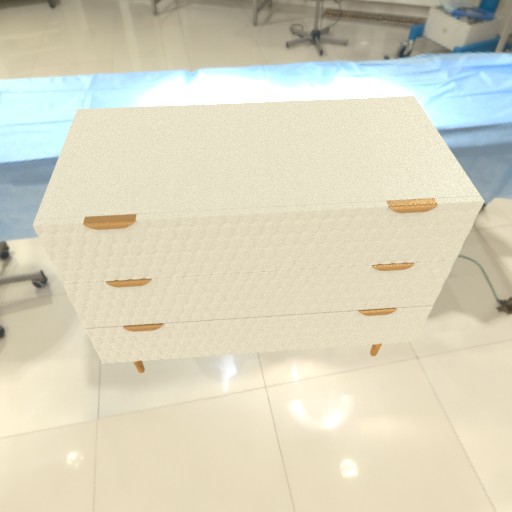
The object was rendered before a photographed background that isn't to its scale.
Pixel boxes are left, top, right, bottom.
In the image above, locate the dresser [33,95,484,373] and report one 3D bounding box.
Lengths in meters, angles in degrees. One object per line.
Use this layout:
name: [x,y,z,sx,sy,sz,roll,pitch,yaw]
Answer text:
dresser: [0.000,0.000,1.297,0.905,0.721,0.457,-3,47,-3]
